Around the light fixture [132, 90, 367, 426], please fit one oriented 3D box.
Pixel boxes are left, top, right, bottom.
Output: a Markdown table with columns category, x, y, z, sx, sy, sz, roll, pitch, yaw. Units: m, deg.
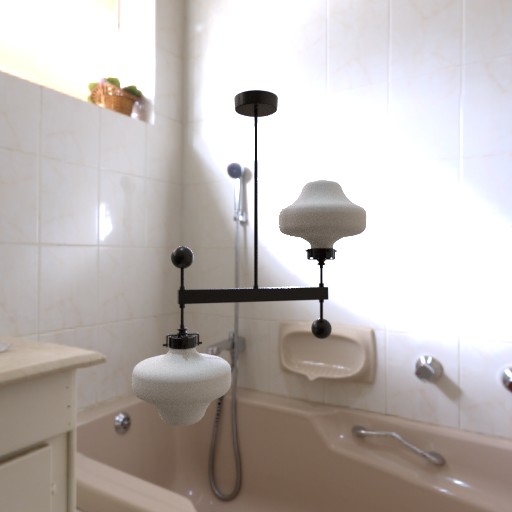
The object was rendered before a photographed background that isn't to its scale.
| category | x | y | z | sx | sy | sz | roll | pitch | yaw |
| --- | --- | --- | --- | --- | --- | --- | --- | --- | --- |
| light fixture | 0.000 | 0.000 | 1.038 | 0.422 | 0.743 | 0.489 | 0 | -1 | 34 |
